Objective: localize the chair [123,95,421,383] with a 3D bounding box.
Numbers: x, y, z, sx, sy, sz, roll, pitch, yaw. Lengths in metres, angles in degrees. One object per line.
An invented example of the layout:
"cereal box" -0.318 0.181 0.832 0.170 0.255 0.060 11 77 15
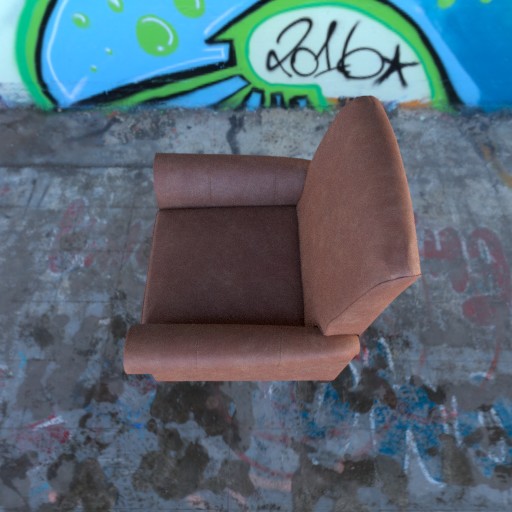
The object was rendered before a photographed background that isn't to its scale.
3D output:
"chair" 0.000 0.000 1.767 0.902 1.061 0.978 0 58 0
